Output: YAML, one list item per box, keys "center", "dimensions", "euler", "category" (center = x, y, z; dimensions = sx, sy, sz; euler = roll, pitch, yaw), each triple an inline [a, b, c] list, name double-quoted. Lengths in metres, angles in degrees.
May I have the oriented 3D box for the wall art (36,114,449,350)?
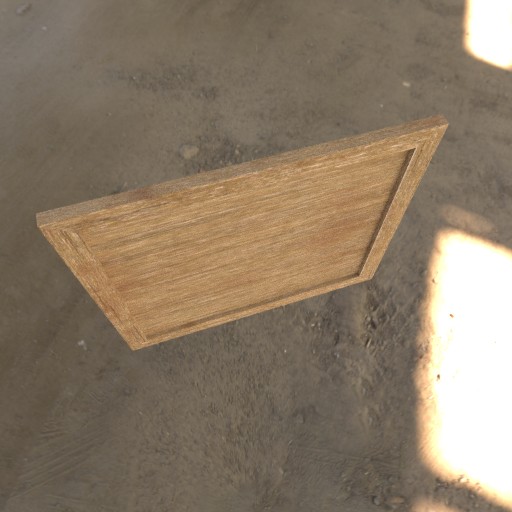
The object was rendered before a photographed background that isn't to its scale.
- center: [0.000, 0.000, 0.971]
  dimensions: [0.690, 0.588, 0.026]
  euler: [-16, 61, -9]
  category: "wall art"
